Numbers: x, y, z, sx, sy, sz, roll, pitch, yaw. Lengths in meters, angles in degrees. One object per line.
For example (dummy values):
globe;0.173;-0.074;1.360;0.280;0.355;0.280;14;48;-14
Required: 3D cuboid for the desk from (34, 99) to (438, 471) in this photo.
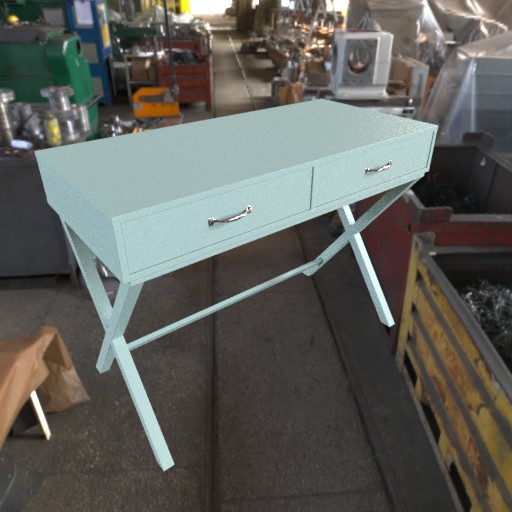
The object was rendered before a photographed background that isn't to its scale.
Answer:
desk;0.000;0.000;1.458;1.057;0.780;0.525;-22;37;-32
